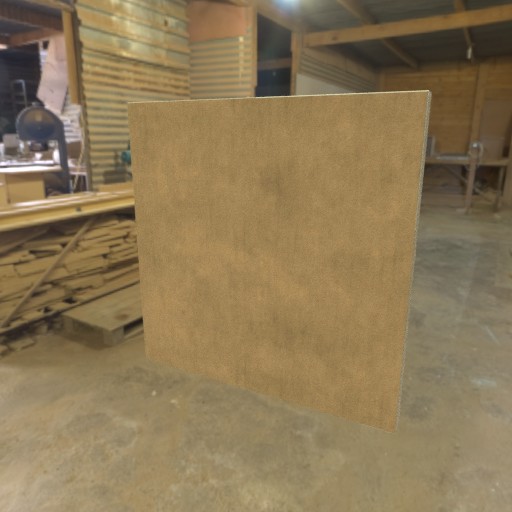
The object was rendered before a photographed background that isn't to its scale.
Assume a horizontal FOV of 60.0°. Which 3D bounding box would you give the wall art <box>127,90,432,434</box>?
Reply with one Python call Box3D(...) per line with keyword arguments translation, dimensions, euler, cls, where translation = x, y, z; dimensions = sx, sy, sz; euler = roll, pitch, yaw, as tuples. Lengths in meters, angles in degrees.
Box3D(translation=(0.000, 0.000, 0.674), dimensions=(0.455, 0.453, 0.023), euler=(8, 18, 27), cls="wall art")
